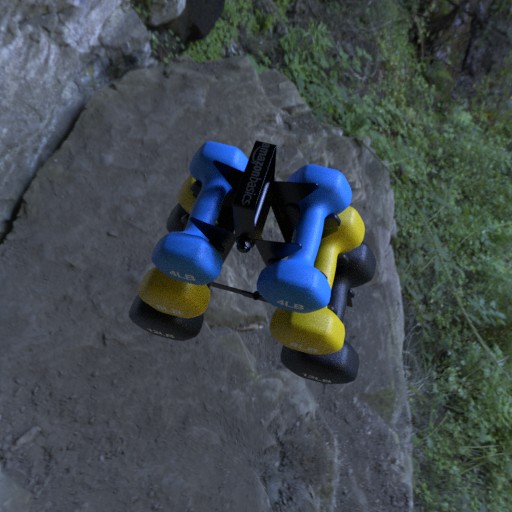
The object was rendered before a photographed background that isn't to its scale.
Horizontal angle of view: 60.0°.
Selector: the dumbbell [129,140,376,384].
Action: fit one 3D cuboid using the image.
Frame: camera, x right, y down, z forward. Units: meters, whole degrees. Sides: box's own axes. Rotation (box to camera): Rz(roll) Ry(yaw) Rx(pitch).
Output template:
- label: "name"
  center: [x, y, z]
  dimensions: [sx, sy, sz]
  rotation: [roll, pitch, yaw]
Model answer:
- label: "dumbbell"
  center: [0.000, 0.000, 0.687]
  dimensions: [0.409, 0.426, 0.255]
  rotation: [14, 65, 7]
